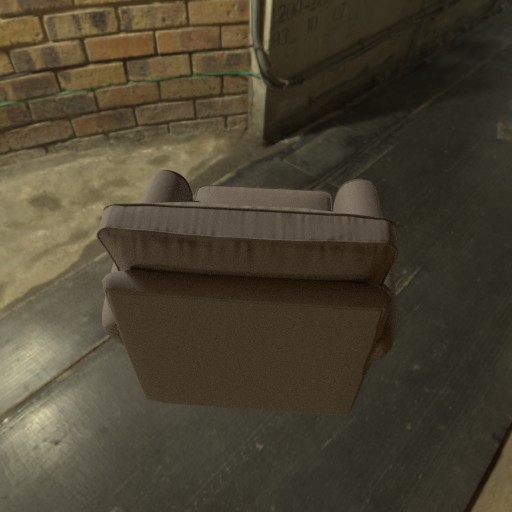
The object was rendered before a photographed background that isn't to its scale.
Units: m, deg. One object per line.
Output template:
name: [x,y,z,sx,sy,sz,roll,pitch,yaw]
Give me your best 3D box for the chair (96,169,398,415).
chair: [0.000,0.000,1.799,1.029,0.967,0.966,3,47,3]
